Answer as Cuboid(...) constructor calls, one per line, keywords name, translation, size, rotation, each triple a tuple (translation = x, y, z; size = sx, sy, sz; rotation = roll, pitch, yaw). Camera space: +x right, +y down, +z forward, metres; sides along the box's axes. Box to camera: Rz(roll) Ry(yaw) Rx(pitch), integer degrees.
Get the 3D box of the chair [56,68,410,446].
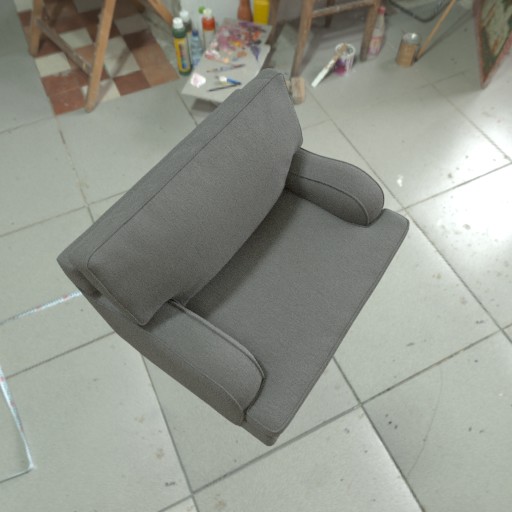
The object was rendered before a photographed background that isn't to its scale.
Cuboid(name="chair", translation=(0.000, 0.000, 2.023), size=(1.041, 1.016, 1.220), rotation=(31, 64, 17))
